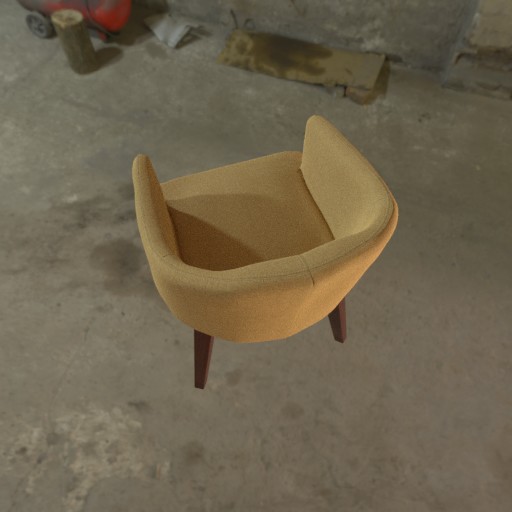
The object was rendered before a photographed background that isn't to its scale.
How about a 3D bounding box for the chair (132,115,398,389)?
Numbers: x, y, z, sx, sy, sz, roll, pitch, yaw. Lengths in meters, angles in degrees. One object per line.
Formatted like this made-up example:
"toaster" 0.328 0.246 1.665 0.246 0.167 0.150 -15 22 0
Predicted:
"chair" 0.000 0.000 1.289 0.583 0.811 0.655 -15 59 -9
